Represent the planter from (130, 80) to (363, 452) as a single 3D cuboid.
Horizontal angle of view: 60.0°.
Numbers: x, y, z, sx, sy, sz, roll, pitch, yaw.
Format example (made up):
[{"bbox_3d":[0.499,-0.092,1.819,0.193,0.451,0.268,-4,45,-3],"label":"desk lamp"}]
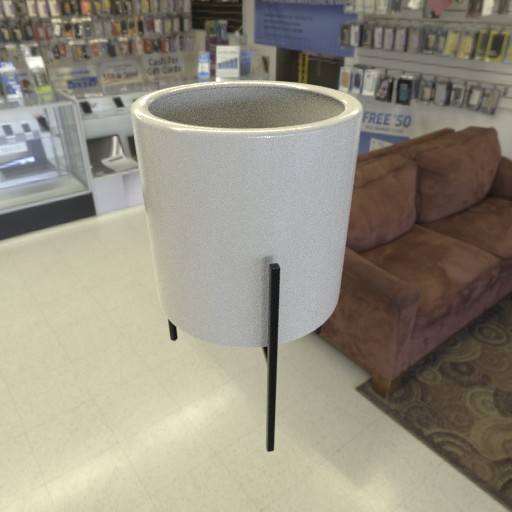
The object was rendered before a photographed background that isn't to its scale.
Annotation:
[{"bbox_3d":[0.000,0.000,0.521,0.239,0.356,0.239,-20,37,-30],"label":"planter"}]
